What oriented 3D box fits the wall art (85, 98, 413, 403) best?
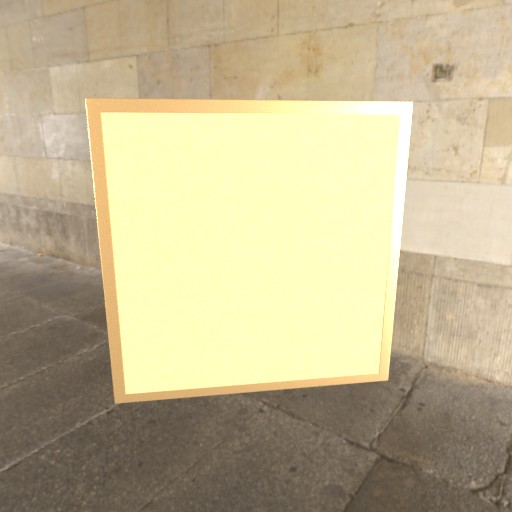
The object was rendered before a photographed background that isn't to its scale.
[{"bbox_3d":[0.000,0.000,0.460,0.305,0.305,0.023,-2,16,-8],"label":"wall art"}]
